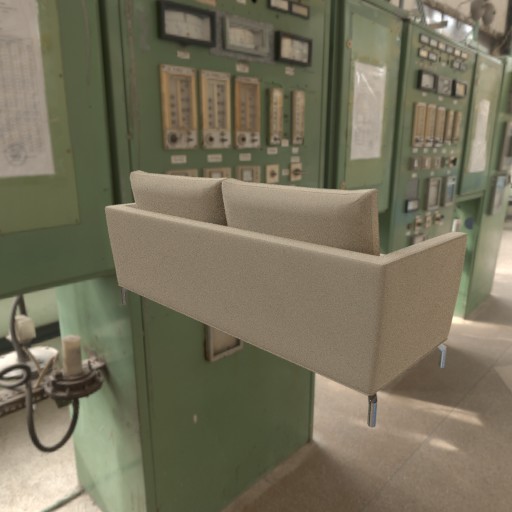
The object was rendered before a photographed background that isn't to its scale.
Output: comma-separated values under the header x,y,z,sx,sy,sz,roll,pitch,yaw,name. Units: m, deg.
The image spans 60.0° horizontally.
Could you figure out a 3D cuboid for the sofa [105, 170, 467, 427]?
x,y,z,sx,sy,sz,roll,pitch,yaw,name
0.000,0.000,2.764,2.214,1.005,0.868,14,20,43,sofa
